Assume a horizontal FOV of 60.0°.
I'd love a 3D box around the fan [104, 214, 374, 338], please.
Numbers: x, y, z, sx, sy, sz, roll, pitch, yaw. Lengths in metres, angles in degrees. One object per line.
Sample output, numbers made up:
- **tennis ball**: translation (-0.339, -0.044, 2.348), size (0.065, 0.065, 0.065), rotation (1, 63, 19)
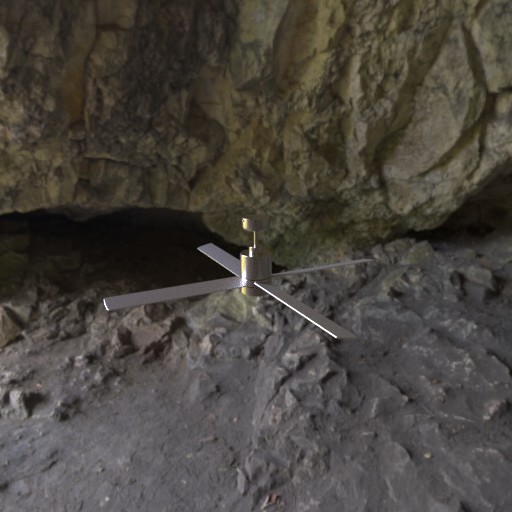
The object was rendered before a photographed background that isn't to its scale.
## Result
- **fan**: translation (0.000, 0.000, 1.984), size (1.322, 0.355, 1.322), rotation (-8, 18, -26)
